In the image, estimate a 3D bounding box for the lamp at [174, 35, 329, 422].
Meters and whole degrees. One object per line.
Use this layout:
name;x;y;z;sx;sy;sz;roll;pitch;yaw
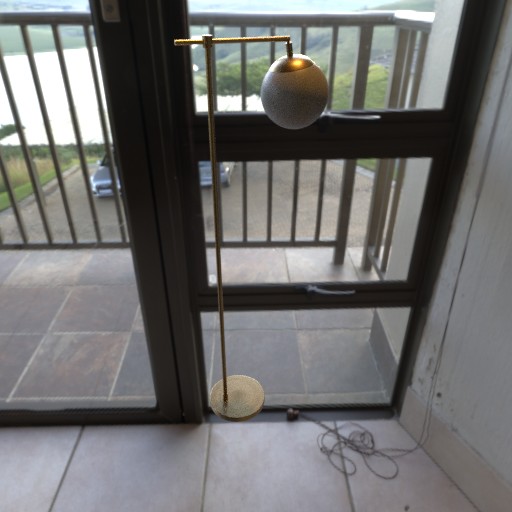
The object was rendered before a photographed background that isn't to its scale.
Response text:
lamp;0.000;0.000;1.674;0.476;1.505;0.249;-10;33;-16
